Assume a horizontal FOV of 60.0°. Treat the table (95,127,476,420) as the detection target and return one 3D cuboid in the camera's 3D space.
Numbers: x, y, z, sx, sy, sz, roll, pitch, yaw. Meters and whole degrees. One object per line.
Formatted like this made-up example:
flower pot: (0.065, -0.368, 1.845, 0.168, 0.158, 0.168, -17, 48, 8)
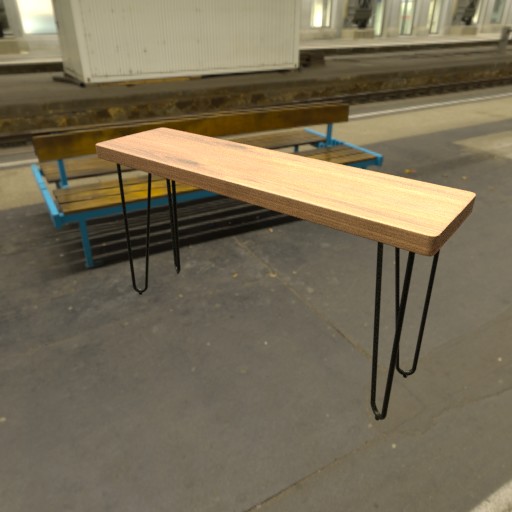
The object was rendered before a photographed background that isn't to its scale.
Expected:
table: (0.000, 0.000, 1.973, 1.570, 0.834, 0.425, 21, 35, 32)
